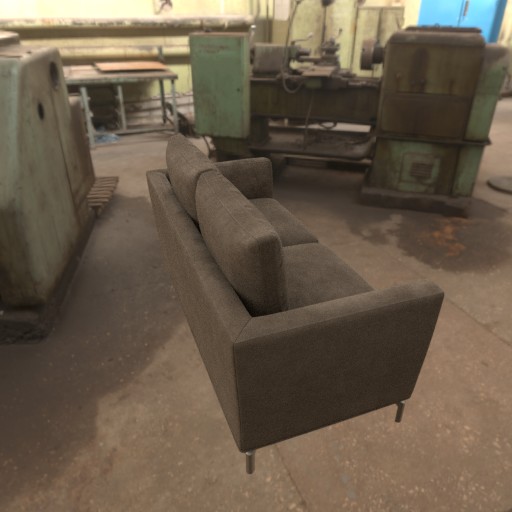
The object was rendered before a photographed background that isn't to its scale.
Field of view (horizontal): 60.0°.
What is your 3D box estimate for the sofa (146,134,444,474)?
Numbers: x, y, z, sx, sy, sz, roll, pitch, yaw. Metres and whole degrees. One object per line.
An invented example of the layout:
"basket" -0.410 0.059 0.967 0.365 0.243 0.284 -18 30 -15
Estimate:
"sofa" 0.000 0.000 2.380 0.855 1.013 1.832 -11 31 -18
